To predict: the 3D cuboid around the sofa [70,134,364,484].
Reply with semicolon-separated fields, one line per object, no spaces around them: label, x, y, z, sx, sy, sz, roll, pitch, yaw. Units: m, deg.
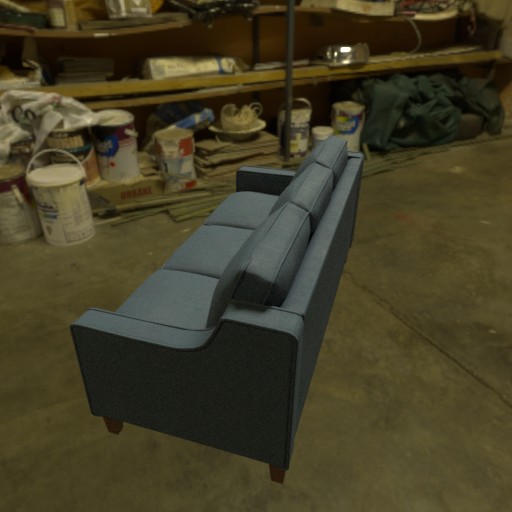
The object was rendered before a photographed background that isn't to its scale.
sofa;0.000;0.000;2.474;0.911;0.974;1.986;9;31;15
